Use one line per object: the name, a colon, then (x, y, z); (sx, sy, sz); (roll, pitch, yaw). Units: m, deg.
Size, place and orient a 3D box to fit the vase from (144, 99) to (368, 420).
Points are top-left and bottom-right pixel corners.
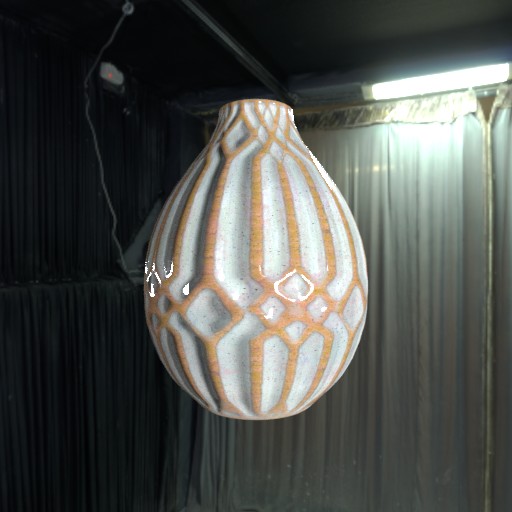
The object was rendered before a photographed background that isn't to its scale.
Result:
vase: (0.000, 0.000, 0.267); (0.131, 0.175, 0.131); (0, 0, 0)
